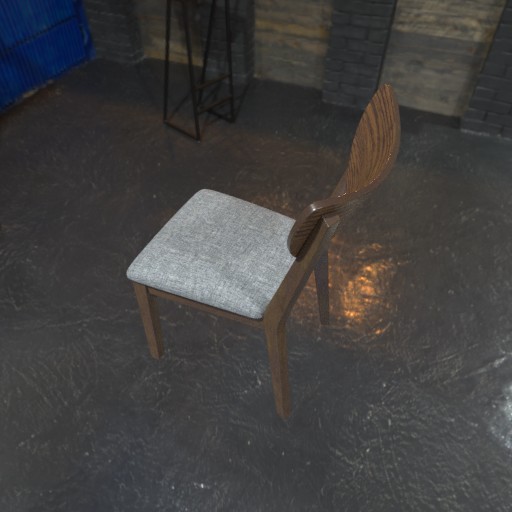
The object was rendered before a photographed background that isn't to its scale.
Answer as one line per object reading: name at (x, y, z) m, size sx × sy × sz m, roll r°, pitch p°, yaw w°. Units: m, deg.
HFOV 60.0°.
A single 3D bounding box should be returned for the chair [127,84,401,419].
chair at (0.000, 0.000, 1.203) m, size 0.583 × 0.849 × 0.491 m, roll 19°, pitch 49°, yaw 17°
